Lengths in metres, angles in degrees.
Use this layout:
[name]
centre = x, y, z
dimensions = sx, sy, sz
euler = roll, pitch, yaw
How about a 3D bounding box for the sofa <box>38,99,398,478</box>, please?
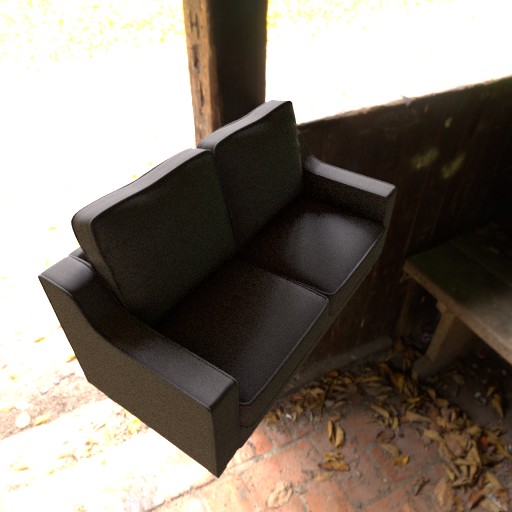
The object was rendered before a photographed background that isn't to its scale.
[sofa]
centre = 0.000, 0.000, 1.968
dimensions = 0.791, 0.948, 1.500
euler = 24, 46, 25
